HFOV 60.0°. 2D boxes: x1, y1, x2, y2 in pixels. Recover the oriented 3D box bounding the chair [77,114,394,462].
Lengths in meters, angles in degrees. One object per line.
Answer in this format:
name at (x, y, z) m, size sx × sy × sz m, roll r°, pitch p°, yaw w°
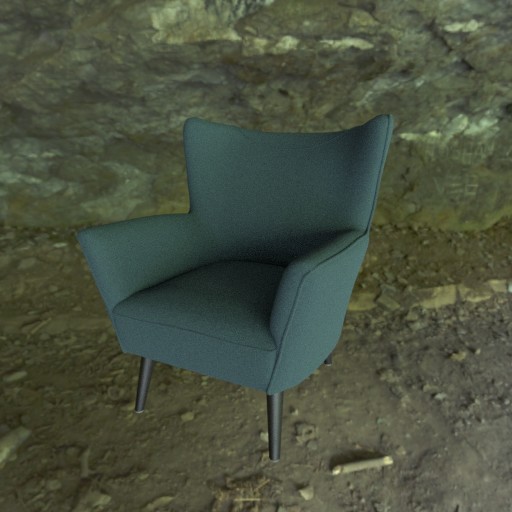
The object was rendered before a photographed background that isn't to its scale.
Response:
chair at (0.000, 0.000, 1.528) m, size 0.781 × 0.933 × 0.888 m, roll 8°, pitch 18°, yaw 26°
